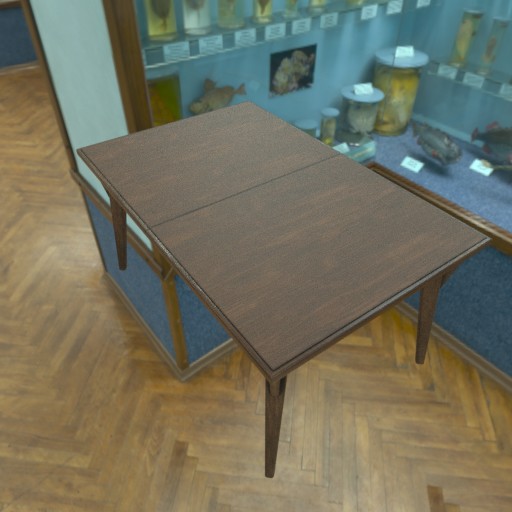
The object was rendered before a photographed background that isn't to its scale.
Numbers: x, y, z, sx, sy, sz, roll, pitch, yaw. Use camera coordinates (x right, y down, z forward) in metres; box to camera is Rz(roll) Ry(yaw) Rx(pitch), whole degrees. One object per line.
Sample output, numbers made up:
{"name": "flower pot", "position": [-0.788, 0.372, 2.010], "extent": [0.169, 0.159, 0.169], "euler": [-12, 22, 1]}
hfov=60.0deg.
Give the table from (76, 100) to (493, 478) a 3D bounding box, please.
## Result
{"name": "table", "position": [0.000, 0.000, 2.078], "extent": [0.990, 0.761, 1.524], "euler": [-25, 47, -26]}
